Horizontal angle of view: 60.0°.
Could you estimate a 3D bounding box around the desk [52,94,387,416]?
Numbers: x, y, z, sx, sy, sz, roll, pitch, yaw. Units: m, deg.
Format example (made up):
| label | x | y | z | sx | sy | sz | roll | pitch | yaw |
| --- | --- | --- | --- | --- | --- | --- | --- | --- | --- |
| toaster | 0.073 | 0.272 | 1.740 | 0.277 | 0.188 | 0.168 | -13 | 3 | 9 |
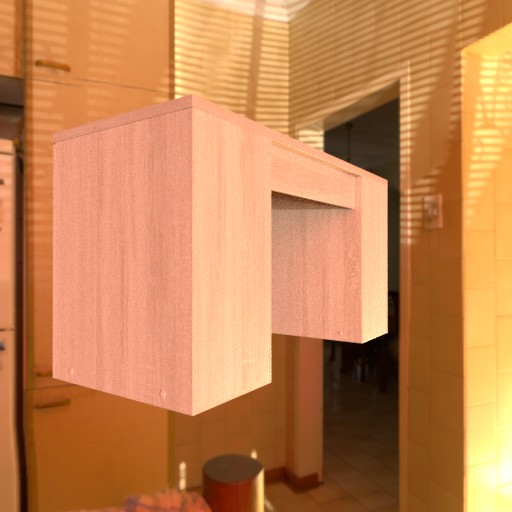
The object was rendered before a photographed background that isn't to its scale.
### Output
| label | x | y | z | sx | sy | sz | roll | pitch | yaw |
| --- | --- | --- | --- | --- | --- | --- | --- | --- | --- |
| desk | 0.000 | 0.000 | 1.757 | 0.600 | 0.740 | 1.390 | 0 | 0 | 35 |
